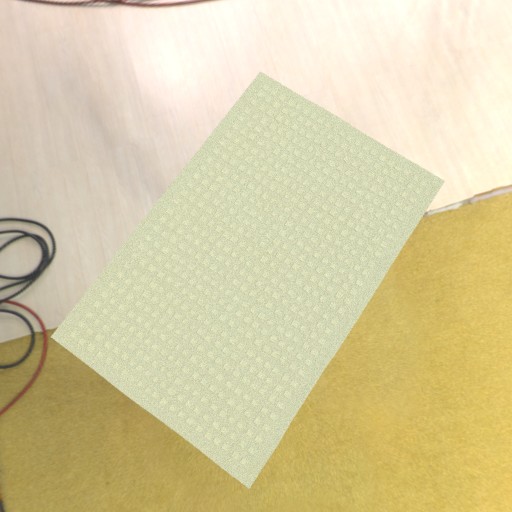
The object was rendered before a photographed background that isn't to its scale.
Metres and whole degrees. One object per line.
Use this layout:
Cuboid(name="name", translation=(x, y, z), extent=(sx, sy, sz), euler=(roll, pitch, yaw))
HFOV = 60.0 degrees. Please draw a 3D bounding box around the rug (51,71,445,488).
Cuboid(name="rug", translation=(0.000, 0.000, 2.174), extent=(1.143, 0.006, 1.747), euler=(34, 79, 8))
